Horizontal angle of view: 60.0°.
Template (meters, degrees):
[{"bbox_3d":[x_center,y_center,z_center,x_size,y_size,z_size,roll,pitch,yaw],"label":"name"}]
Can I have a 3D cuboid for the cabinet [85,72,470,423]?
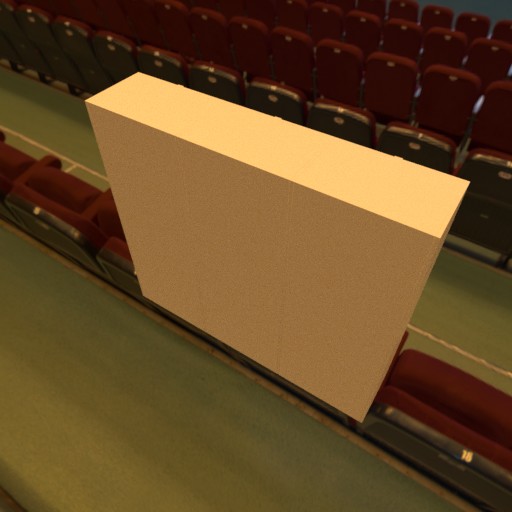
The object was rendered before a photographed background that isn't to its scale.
[{"bbox_3d":[0.000,0.000,3.867,2.700,2.370,0.590,25,52,22],"label":"cabinet"}]
